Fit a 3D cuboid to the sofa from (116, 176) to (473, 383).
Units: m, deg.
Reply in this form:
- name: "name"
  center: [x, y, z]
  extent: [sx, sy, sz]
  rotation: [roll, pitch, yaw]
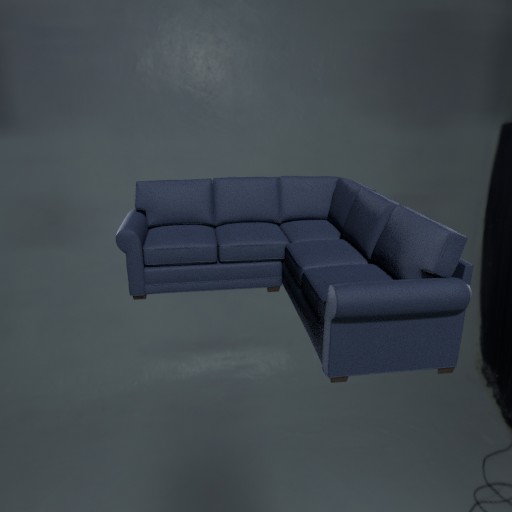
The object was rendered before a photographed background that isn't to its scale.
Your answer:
- name: "sofa"
  center: [0.000, 0.000, 3.863]
  extent: [2.487, 1.042, 2.562]
  rotation: [-3, 19, -7]
